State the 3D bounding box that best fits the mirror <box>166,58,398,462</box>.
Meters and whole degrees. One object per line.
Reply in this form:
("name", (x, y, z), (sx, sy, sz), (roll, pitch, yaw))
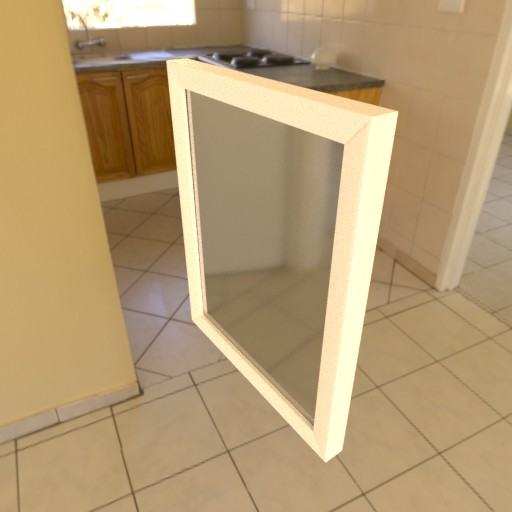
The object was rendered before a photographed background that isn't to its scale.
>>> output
("mirror", (0.000, 0.000, 0.675), (0.041, 0.508, 0.405), (-21, 38, -30))
